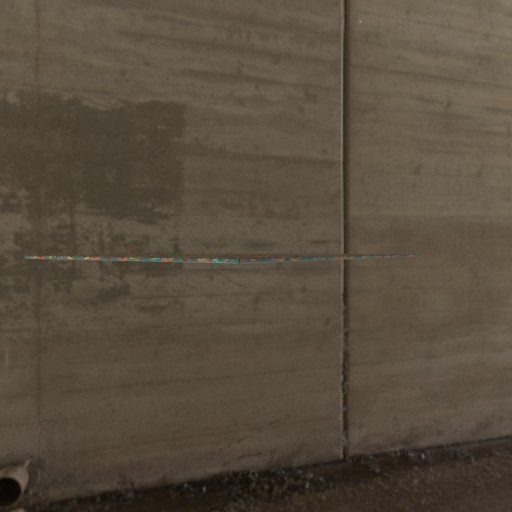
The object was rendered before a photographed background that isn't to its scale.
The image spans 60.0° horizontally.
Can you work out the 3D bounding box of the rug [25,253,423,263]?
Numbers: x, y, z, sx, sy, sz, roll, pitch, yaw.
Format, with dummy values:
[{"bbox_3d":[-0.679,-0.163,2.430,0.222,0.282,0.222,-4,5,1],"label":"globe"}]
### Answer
[{"bbox_3d":[0.000,0.000,2.943,1.527,0.016,2.290,1,1,36],"label":"rug"}]
